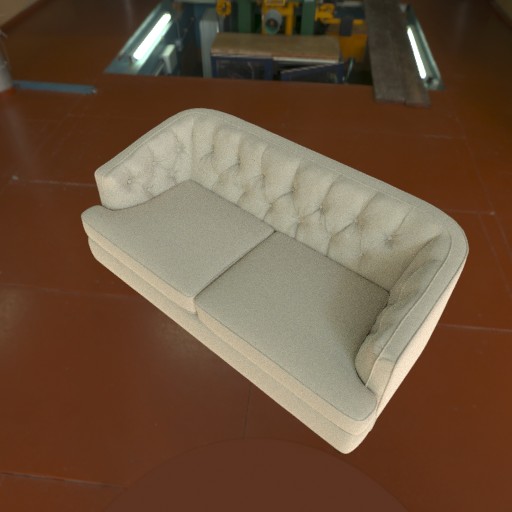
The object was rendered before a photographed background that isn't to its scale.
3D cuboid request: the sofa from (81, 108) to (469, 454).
[{"bbox_3d":[0.000,0.000,2.223,1.733,0.855,0.941,32,54,27],"label":"sofa"}]
